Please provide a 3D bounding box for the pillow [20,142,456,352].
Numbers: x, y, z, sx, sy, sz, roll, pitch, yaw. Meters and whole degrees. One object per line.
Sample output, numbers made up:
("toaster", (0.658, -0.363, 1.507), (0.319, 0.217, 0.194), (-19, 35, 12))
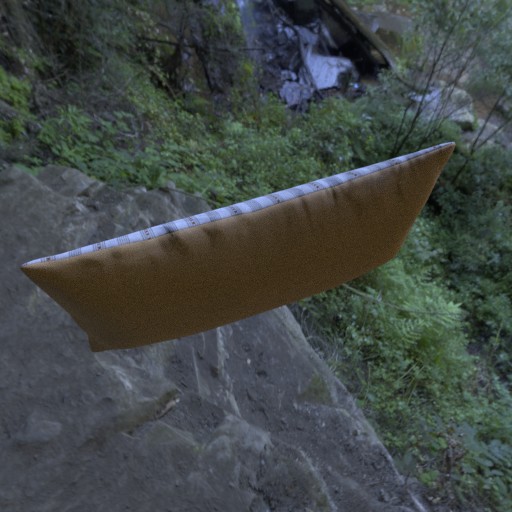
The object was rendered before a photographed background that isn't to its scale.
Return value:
("pillow", (0.000, 0.000, 0.705), (0.608, 0.291, 0.151), (-17, 59, -11))
